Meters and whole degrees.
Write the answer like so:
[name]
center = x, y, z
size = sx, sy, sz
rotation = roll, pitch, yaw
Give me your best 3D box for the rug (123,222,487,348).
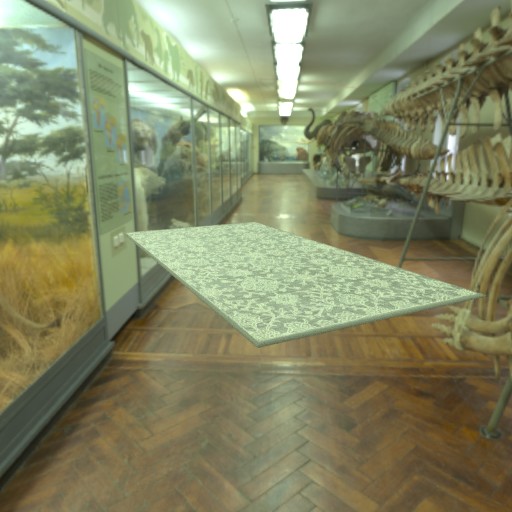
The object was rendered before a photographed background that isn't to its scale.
[rug]
center = 0.000, 0.000, 3.631
size = 1.546, 0.011, 3.048
rotation = -7, 15, -26
